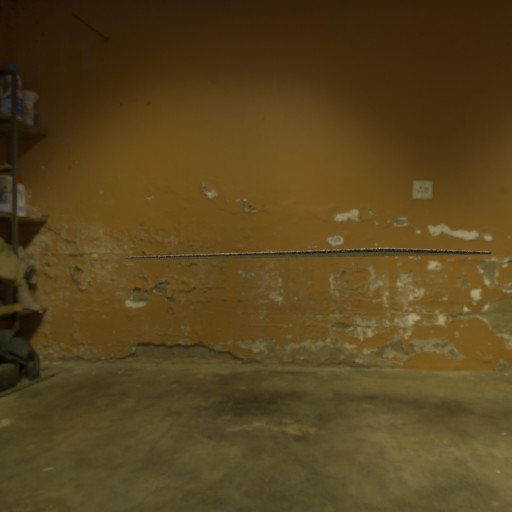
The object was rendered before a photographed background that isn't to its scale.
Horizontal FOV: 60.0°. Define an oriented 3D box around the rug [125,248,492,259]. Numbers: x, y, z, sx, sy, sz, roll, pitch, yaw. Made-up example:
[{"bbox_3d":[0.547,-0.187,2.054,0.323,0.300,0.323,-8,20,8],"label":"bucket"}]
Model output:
[{"bbox_3d":[0.000,0.000,2.528,0.719,0.013,2.305,1,-1,-37],"label":"rug"}]
